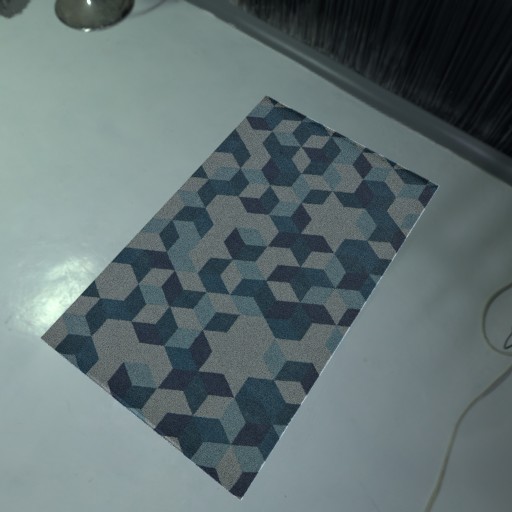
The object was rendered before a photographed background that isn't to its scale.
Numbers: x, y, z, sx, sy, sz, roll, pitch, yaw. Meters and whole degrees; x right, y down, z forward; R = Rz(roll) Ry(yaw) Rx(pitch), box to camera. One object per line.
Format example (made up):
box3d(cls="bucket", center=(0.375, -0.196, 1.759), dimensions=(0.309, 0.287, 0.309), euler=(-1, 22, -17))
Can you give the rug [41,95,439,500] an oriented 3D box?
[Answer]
box3d(cls="rug", center=(0.000, 0.000, 2.956), dimensions=(1.518, 0.015, 2.438), euler=(32, 69, 14))
